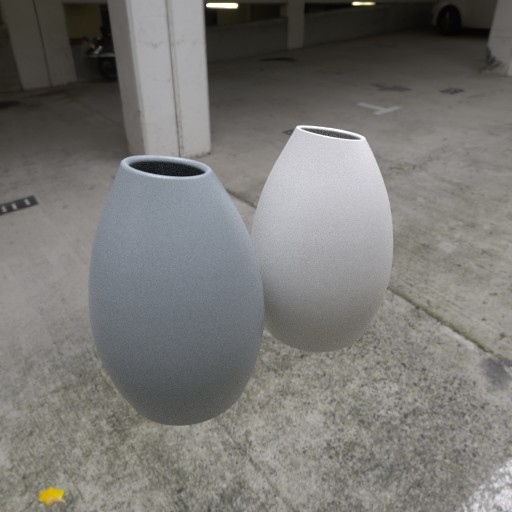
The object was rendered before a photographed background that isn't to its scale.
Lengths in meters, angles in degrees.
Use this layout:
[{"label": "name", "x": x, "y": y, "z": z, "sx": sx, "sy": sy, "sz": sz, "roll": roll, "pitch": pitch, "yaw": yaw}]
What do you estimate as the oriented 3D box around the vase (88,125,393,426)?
[{"label": "vase", "x": 0.000, "y": 0.000, "z": 0.250, "sx": 0.187, "sy": 0.131, "sz": 0.089, "roll": -19, "pitch": 35, "yaw": -29}]
